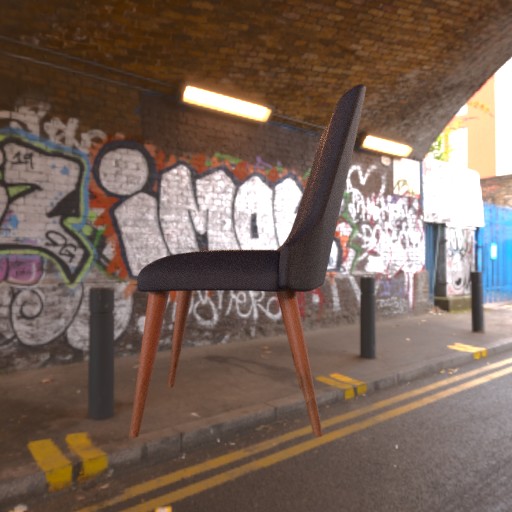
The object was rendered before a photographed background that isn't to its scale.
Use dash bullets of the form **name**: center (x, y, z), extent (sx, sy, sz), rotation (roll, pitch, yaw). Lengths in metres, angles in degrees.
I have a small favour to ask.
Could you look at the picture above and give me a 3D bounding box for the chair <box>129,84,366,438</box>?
- **chair**: center (0.000, 0.000, 1.189), extent (0.567, 0.820, 0.504), rotation (0, -1, 1)
